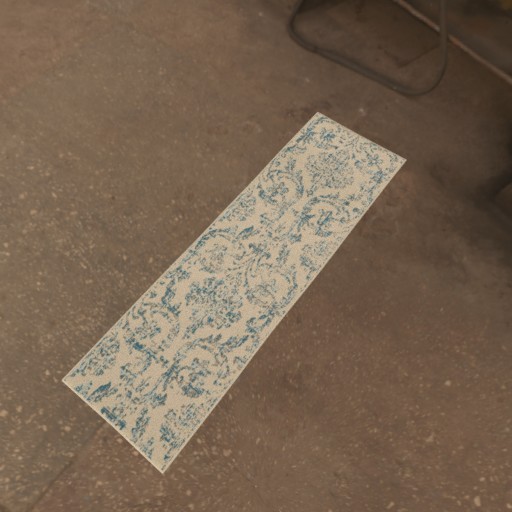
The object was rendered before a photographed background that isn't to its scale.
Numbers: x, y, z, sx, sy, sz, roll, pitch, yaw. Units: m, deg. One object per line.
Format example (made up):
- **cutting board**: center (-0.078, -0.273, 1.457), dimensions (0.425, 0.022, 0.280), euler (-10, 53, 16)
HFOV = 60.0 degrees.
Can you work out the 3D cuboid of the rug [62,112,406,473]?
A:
- **rug**: center (0.000, 0.000, 2.428), dimensions (0.662, 0.011, 2.196), euler (34, 68, 16)
